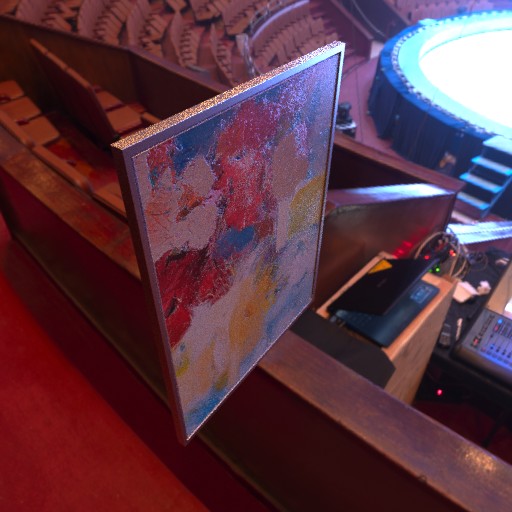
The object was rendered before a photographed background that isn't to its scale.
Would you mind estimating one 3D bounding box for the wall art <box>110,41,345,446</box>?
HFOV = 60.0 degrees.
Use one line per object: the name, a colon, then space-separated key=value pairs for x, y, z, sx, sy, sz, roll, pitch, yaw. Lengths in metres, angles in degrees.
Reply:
wall art: x=0.000 y=0.000 z=1.353 sx=0.030 sy=1.046 sz=0.816 roll=25 pitch=46 yaw=27
